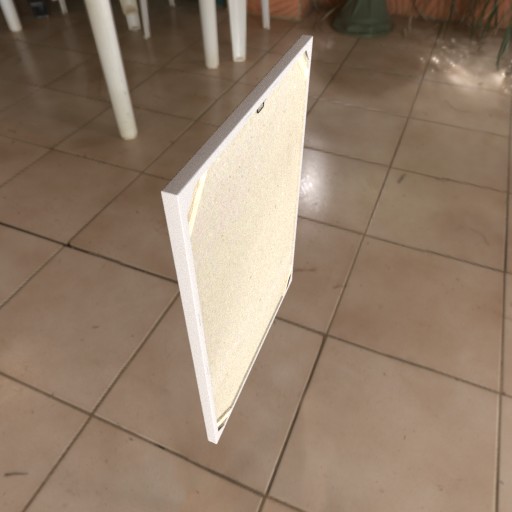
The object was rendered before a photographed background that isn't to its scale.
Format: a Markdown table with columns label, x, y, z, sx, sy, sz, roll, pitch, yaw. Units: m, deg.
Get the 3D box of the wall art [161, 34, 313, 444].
| label | x | y | z | sx | sy | sz | roll | pitch | yaw |
| --- | --- | --- | --- | --- | --- | --- | --- | --- | --- |
| wall art | 0.000 | 0.000 | 1.594 | 0.038 | 1.212 | 0.914 | 16 | 48 | 15 |
